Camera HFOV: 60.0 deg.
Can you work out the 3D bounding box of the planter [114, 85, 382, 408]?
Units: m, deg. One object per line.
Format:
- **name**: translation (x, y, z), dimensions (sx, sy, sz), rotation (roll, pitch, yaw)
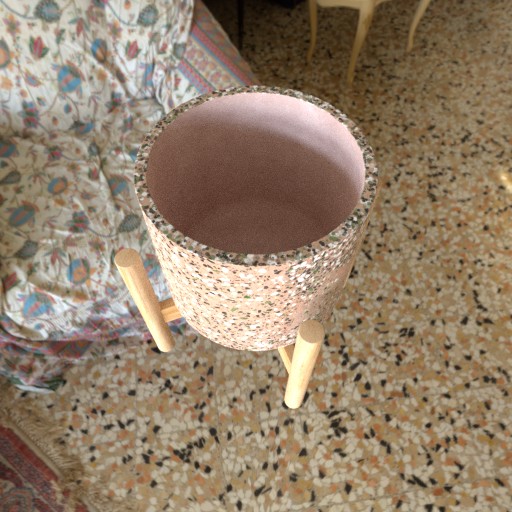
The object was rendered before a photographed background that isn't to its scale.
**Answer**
- **planter**: translation (0.000, 0.000, 0.542), dimensions (0.284, 0.320, 0.284), rotation (1, 58, 1)
